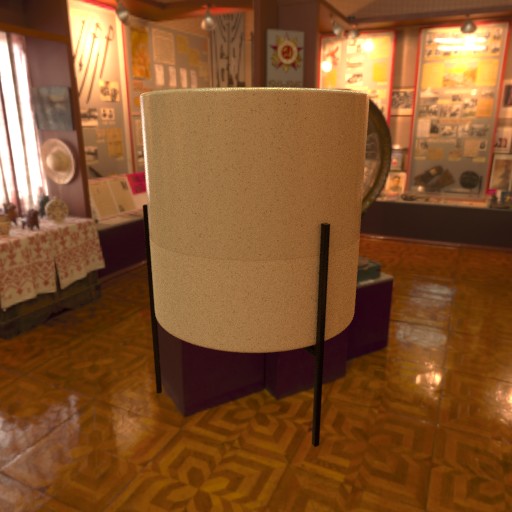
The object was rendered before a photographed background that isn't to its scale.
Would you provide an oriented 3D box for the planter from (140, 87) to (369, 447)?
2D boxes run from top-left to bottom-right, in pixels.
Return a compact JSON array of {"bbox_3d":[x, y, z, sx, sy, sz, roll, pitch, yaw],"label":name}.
[{"bbox_3d":[0.000,0.000,0.696,0.314,0.475,0.323,9,19,26],"label":"planter"}]
